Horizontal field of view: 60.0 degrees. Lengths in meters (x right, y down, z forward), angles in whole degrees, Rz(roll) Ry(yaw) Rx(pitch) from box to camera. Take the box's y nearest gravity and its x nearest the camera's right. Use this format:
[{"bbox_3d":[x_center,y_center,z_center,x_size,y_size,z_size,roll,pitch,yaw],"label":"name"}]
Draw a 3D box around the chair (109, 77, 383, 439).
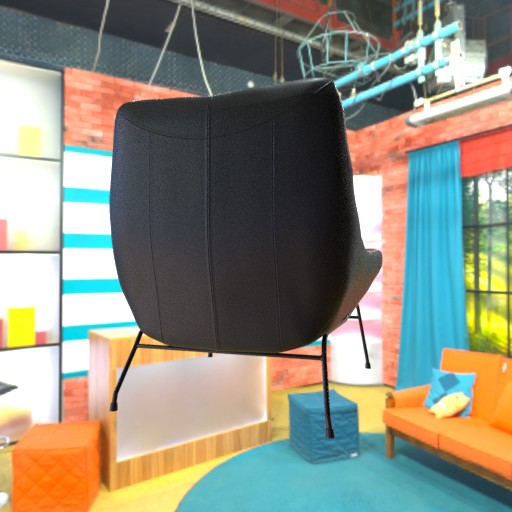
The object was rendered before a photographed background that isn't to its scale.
[{"bbox_3d":[0.000,0.000,1.576,0.836,0.922,0.826,0,-1,18],"label":"chair"}]
